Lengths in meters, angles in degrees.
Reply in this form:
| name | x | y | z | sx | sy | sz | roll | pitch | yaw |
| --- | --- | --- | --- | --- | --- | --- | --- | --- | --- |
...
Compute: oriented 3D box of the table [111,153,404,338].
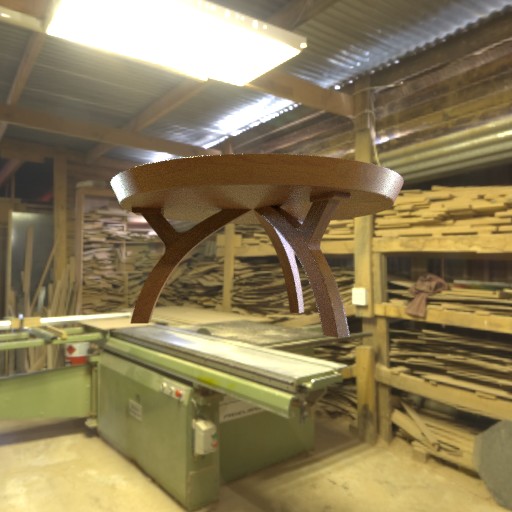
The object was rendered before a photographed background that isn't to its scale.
| name | x | y | z | sx | sy | sz | roll | pitch | yaw |
| --- | --- | --- | --- | --- | --- | --- | --- | --- | --- |
| table | 0.000 | 0.000 | 1.585 | 1.016 | 0.470 | 1.016 | 0 | -2 | 0 |
